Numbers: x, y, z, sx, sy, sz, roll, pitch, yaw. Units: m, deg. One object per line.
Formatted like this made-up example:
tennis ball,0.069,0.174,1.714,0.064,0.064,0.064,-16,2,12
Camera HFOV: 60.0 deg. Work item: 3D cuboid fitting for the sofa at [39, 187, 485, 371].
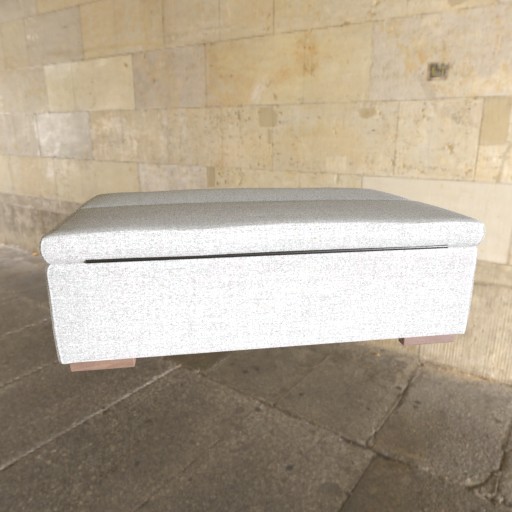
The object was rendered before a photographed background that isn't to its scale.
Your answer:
sofa,0.000,0.000,1.630,1.250,0.434,0.817,-2,16,-9
